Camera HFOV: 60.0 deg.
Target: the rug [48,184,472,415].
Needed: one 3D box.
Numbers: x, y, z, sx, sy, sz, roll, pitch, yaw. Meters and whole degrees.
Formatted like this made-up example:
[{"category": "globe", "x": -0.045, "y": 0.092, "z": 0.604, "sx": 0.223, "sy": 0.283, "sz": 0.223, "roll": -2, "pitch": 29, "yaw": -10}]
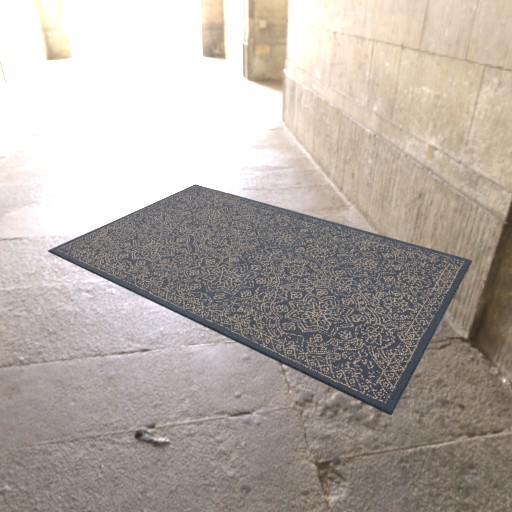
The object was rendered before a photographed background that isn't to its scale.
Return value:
[{"category": "rug", "x": 0.000, "y": 0.000, "z": 3.000, "sx": 2.441, "sy": 0.015, "sz": 1.526, "roll": 19, "pitch": 36, "yaw": 29}]
